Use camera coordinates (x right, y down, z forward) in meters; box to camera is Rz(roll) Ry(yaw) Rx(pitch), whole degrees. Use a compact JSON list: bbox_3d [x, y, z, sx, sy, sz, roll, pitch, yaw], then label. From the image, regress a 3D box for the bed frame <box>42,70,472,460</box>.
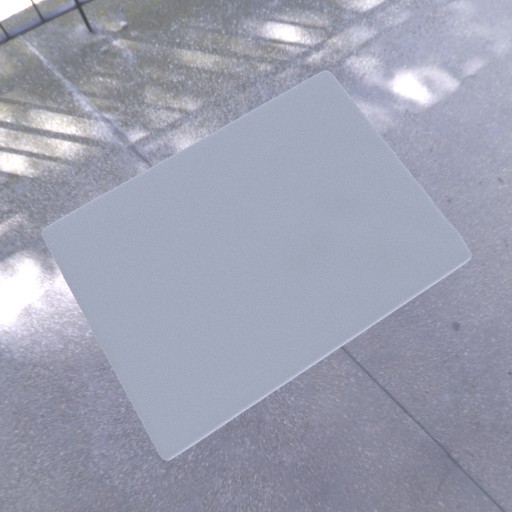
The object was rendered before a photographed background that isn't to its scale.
[{"bbox_3d":[0.000,0.000,2.609,1.905,0.637,1.372,-32,78,-8],"label":"bed frame"}]
